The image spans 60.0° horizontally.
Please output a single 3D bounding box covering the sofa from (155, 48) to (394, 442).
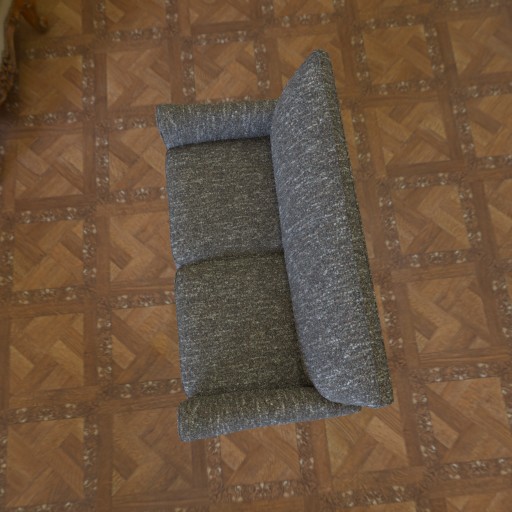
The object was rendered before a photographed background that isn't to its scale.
[{"bbox_3d":[0.000,0.000,2.091,0.801,0.946,1.519,-7,76,-2],"label":"sofa"}]
